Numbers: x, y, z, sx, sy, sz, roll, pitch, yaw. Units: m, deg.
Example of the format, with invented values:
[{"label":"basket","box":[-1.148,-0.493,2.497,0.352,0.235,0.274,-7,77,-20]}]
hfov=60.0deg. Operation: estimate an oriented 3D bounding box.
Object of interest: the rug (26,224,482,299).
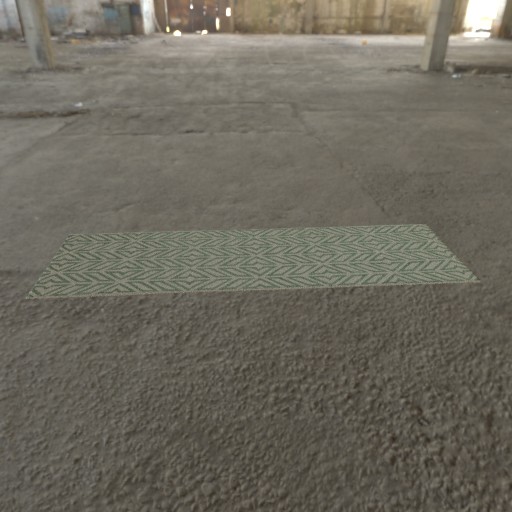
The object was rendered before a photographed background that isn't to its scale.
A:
[{"label":"rug","box":[0.000,0.000,2.688,2.435,0.009,0.750,-2,29,-3]}]
